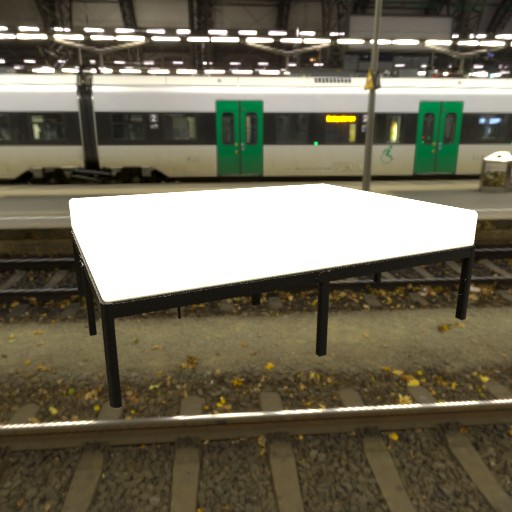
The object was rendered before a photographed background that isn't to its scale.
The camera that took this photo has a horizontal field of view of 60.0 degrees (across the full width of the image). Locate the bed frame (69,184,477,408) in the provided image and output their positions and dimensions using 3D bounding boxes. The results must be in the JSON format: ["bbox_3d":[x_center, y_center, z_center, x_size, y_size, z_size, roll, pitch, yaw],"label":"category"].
[{"bbox_3d":[0.000,0.000,2.810,2.072,0.659,1.557,-7,17,-25],"label":"bed frame"}]
